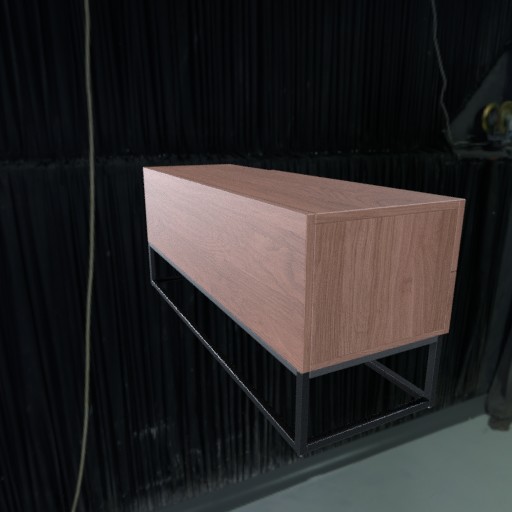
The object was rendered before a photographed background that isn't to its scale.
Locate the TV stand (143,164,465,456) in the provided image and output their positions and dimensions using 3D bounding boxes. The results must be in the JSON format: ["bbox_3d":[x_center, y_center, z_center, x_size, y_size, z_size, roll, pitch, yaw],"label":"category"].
[{"bbox_3d":[0.000,0.000,1.436,0.415,0.500,1.200,-8,17,-26],"label":"TV stand"}]
